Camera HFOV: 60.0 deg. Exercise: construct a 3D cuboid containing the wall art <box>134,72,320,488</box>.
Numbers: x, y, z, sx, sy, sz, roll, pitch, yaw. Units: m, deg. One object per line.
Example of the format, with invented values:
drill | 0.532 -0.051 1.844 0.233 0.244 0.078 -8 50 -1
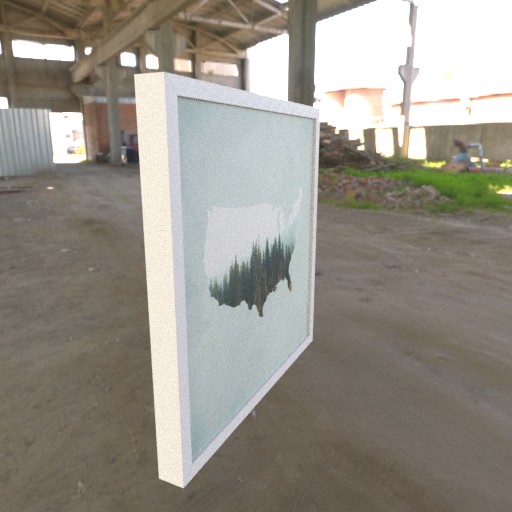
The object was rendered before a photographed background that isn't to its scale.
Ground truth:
wall art | 0.000 0.000 0.448 0.024 0.304 0.304 7 15 25
